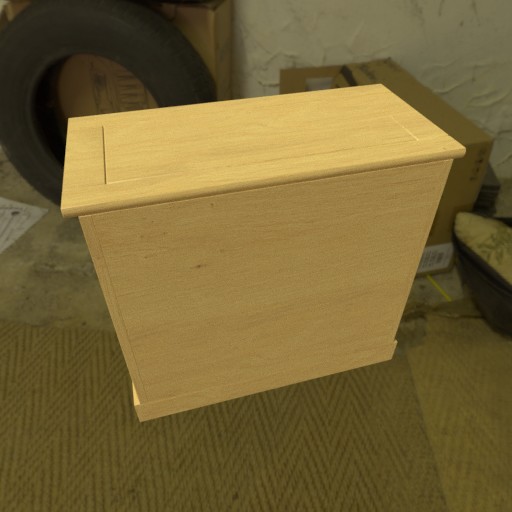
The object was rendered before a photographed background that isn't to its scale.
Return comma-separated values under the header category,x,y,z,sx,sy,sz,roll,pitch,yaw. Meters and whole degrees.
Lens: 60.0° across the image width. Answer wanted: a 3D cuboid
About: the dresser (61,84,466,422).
category,x,y,z,sx,sy,sz,roll,pitch,yaw
dresser,0.000,0.000,1.393,0.915,0.835,0.440,-10,43,-12
